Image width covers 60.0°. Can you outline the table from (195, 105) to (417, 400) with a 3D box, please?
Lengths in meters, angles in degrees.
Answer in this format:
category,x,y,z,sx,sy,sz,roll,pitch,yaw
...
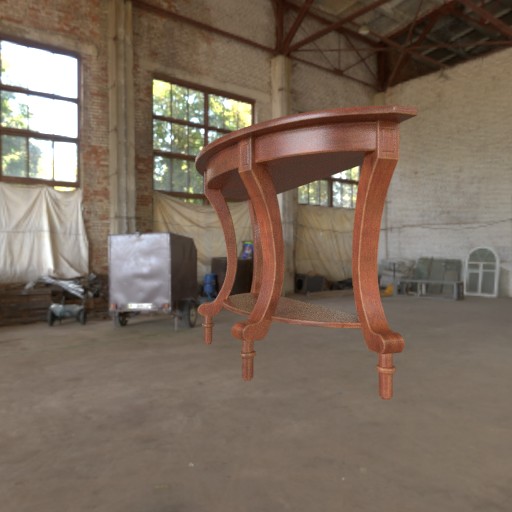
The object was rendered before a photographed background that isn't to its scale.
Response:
category,x,y,z,sx,sy,sz,roll,pitch,yaw
table,0.000,0.000,1.539,0.394,0.699,1.198,0,0,-18
